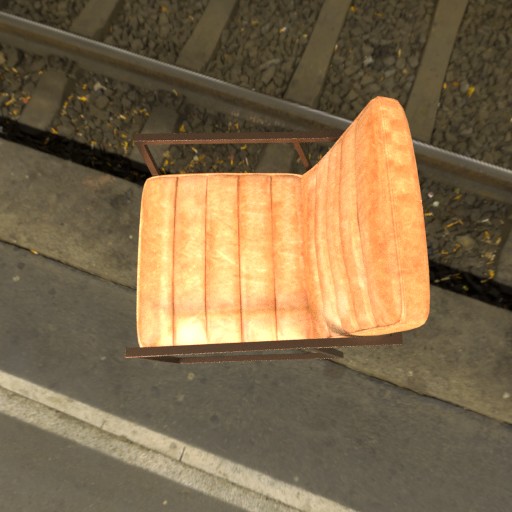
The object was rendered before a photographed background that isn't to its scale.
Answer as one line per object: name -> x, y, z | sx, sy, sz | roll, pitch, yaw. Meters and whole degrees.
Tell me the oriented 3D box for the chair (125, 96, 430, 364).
chair -> 0.000, 0.000, 1.271 | 0.677, 0.832, 0.571 | -2, 75, 0
